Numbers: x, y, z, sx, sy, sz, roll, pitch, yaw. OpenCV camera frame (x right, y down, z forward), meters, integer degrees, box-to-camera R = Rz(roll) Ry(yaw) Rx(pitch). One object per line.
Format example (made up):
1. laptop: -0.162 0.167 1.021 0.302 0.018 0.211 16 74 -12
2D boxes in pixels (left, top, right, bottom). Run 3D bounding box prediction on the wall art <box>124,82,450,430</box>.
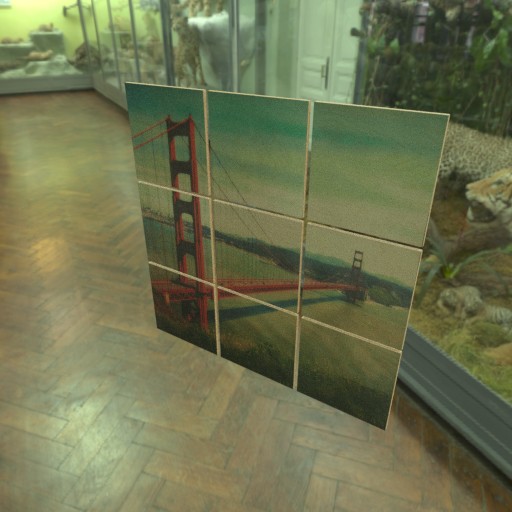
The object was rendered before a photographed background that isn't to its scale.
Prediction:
1. wall art: 0.000 0.000 1.751 1.217 1.207 0.016 17 33 28
